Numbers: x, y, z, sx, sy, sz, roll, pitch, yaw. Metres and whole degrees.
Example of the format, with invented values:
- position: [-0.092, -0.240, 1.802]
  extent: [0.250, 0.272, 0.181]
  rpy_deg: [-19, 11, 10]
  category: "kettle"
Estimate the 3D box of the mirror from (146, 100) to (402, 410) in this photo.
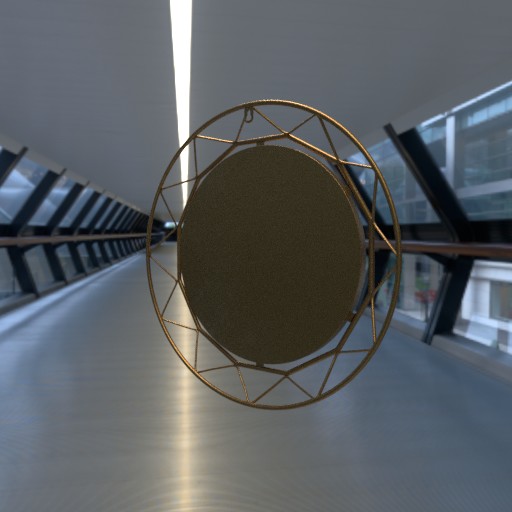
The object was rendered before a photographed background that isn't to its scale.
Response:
- position: [0.000, 0.000, 0.676]
  extent: [0.454, 0.454, 0.043]
  rpy_deg: [1, 2, 35]
  category: "mirror"
